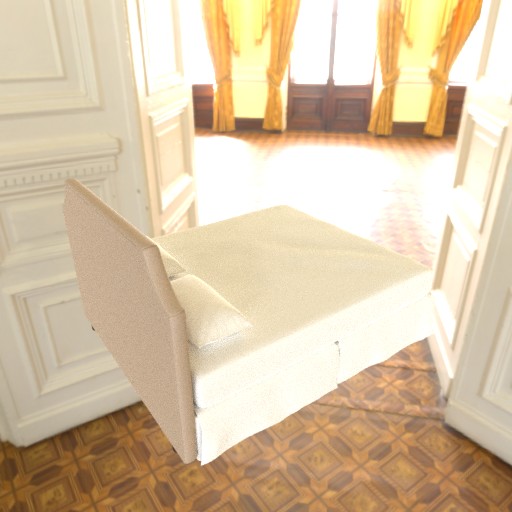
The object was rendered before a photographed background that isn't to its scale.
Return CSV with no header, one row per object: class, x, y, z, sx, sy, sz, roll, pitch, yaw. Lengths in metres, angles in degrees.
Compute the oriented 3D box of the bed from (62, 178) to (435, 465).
bed,0.000,0.000,4.173,2.773,1.590,2.350,-18,32,-32
